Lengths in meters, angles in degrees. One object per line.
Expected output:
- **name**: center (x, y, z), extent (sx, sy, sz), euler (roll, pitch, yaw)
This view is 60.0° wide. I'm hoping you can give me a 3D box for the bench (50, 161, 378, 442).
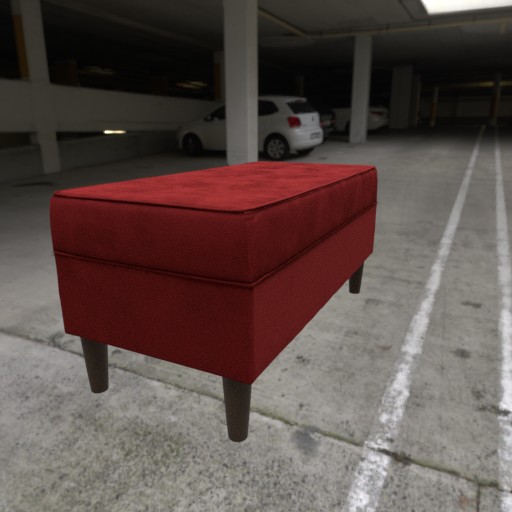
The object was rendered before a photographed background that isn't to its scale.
- **bench**: center (0.000, 0.000, 1.302), extent (0.492, 0.471, 1.016), euler (8, 18, 25)
